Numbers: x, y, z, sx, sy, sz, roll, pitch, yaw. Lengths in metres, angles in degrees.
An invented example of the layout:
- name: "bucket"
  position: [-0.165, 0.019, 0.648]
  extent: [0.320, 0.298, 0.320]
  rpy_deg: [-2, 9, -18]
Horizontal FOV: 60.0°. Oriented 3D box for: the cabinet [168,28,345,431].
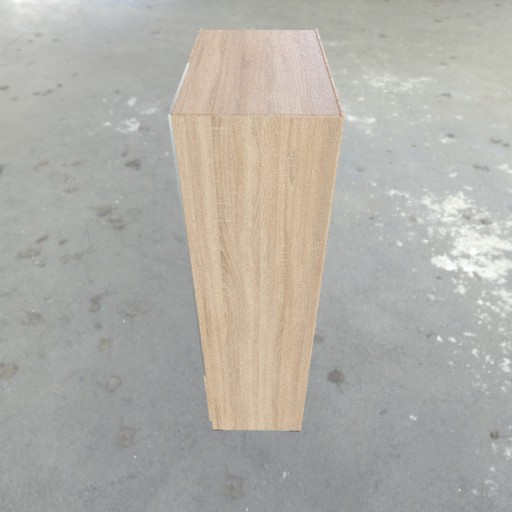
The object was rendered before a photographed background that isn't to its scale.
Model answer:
- name: "cabinet"
  position: [0.000, 0.000, 2.520]
  extent: [0.590, 2.121, 1.001]
  rpy_deg: [1, 42, 1]
